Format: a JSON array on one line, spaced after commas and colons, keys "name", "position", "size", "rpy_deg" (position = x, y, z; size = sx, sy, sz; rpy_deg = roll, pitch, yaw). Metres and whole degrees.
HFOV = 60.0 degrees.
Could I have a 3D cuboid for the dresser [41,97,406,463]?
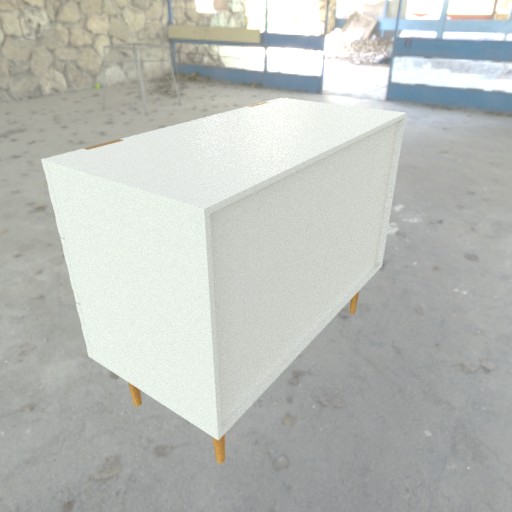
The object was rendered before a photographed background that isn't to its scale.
[{"name": "dresser", "position": [0.000, 0.000, 1.297], "size": [0.457, 0.721, 0.905], "rpy_deg": [19, 34, 31]}]
